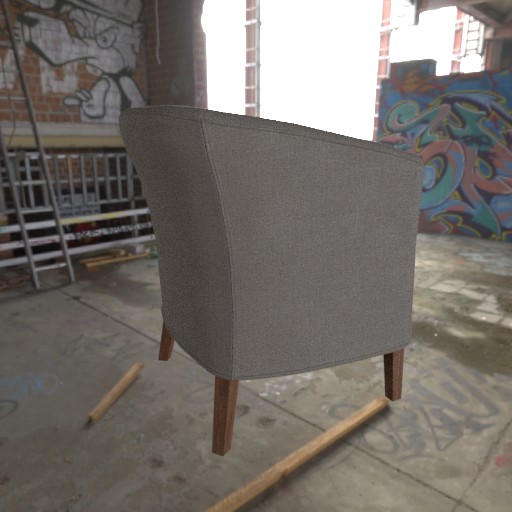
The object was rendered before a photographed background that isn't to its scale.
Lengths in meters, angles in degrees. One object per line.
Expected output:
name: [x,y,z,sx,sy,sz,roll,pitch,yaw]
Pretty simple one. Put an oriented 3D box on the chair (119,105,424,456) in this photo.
chair: [0.000,0.000,1.243,0.668,0.771,0.600,-7,16,-25]
